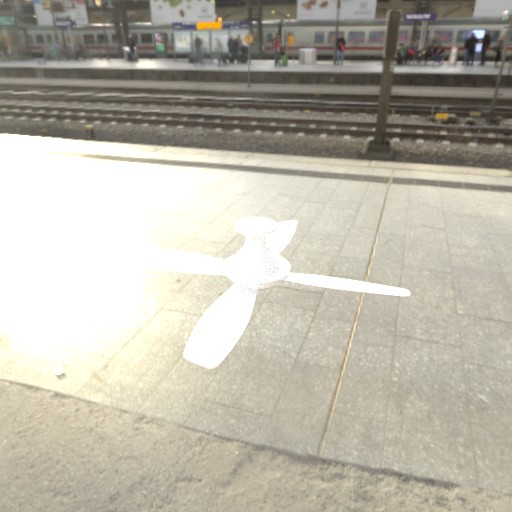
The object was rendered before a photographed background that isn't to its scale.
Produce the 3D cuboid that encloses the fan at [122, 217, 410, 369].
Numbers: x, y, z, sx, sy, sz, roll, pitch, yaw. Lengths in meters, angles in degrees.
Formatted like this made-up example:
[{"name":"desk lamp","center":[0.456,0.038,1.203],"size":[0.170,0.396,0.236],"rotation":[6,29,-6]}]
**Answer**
[{"name":"fan","center":[0.000,0.000,2.509],"size":[1.694,0.382,1.693],"rotation":[7,27,15]}]
